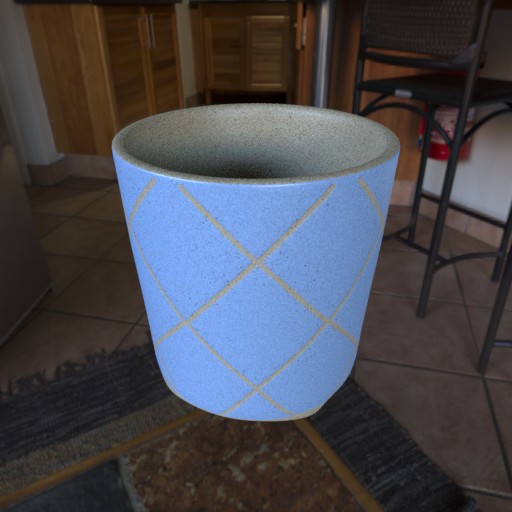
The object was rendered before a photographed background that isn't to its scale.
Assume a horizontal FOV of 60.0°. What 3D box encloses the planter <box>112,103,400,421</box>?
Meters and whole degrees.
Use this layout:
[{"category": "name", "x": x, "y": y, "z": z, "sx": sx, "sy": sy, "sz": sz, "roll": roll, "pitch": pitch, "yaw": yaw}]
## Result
[{"category": "planter", "x": 0.000, "y": 0.000, "z": 0.421, "sx": 0.227, "sy": 0.235, "sz": 0.227, "roll": 0, "pitch": 31, "yaw": 0}]
